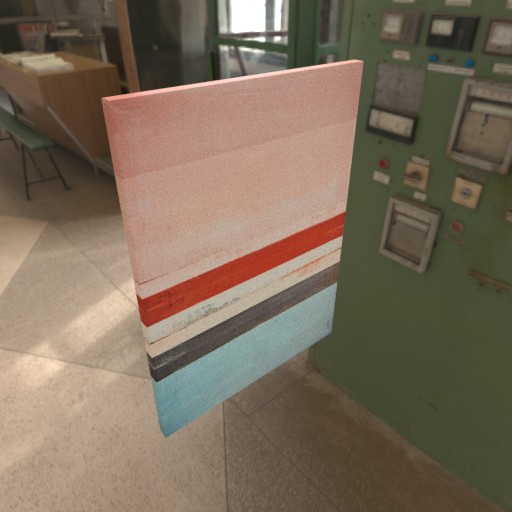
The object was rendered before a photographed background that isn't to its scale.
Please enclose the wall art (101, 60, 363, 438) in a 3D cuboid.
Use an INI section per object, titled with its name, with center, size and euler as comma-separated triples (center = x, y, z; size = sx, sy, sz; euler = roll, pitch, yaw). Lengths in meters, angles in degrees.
[wall art]
center = 0.000, 0.000, 1.330
size = 0.761, 1.016, 0.039
euler = -24, 39, -33
